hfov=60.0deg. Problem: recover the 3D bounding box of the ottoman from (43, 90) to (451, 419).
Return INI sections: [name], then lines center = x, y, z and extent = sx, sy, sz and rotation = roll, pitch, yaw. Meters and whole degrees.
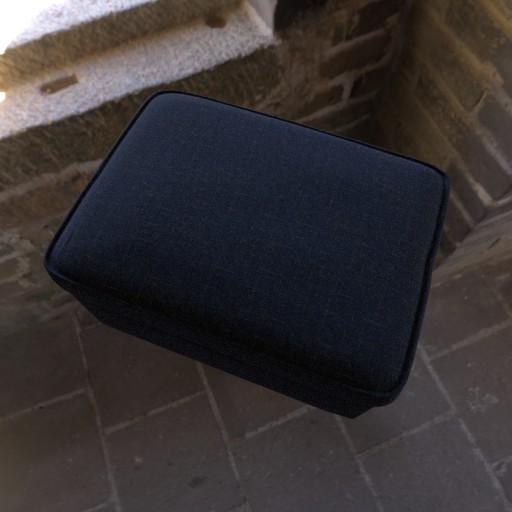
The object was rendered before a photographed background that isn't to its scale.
[ottoman]
center = 0.000, 0.000, 1.084
extent = 0.749, 0.450, 0.549
rotation = 19, 65, 9
